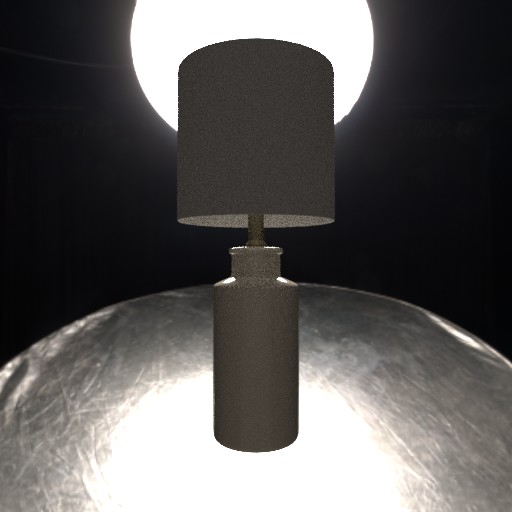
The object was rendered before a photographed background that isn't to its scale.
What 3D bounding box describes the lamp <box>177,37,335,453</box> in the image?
[{"bbox_3d":[0.000,0.000,0.605,0.212,0.493,0.212,0,0,-1],"label":"lamp"}]
